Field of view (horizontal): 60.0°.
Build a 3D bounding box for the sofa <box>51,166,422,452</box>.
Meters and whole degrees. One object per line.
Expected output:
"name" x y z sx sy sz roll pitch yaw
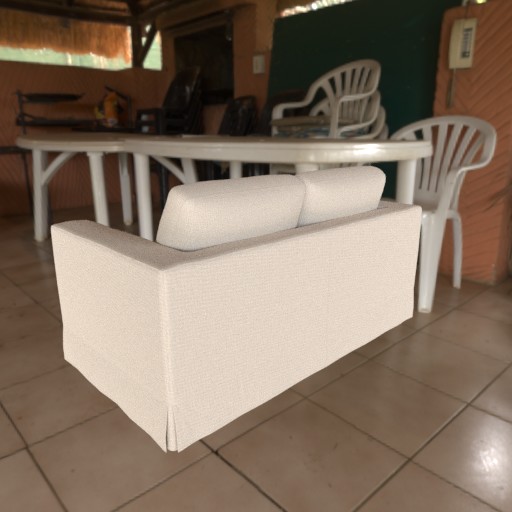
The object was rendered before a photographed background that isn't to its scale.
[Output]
"sofa" 0.000 0.000 2.415 1.813 0.932 1.009 -15 22 -42
